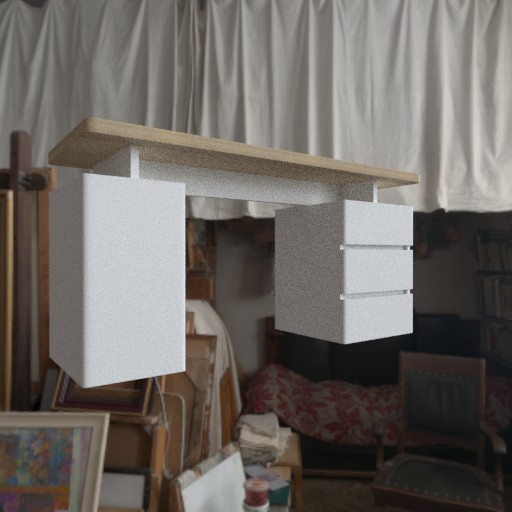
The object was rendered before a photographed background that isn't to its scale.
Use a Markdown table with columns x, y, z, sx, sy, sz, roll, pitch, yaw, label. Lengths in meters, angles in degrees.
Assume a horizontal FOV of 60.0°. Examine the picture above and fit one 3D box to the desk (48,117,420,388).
| x | y | z | sx | sy | sz | roll | pitch | yaw | label |
| --- | --- | --- | --- | --- | --- | --- | --- | --- | --- |
| 0.000 | 0.000 | 1.844 | 1.500 | 0.755 | 0.550 | 0 | 0 | -35 | desk |
